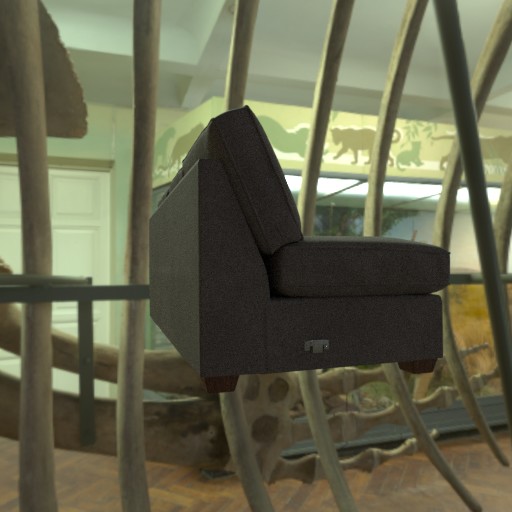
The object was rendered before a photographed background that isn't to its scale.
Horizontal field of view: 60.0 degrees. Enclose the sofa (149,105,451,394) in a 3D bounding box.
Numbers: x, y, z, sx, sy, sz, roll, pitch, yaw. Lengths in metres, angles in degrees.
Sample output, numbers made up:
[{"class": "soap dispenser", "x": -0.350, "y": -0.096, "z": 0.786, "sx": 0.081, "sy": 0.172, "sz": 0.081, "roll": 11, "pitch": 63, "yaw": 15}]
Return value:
[{"class": "sofa", "x": 0.000, "y": 0.000, "z": 2.495, "sx": 1.027, "sy": 0.973, "sz": 1.962, "roll": 0, "pitch": -1, "yaw": -18}]
